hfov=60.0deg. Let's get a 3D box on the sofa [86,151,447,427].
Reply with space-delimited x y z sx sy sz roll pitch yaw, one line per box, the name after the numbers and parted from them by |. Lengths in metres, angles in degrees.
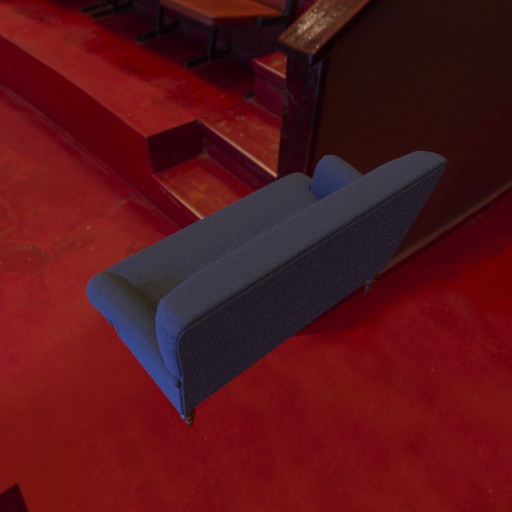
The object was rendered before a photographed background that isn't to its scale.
0.000 0.000 1.846 1.297 0.889 0.779 -31 54 -26 | sofa
